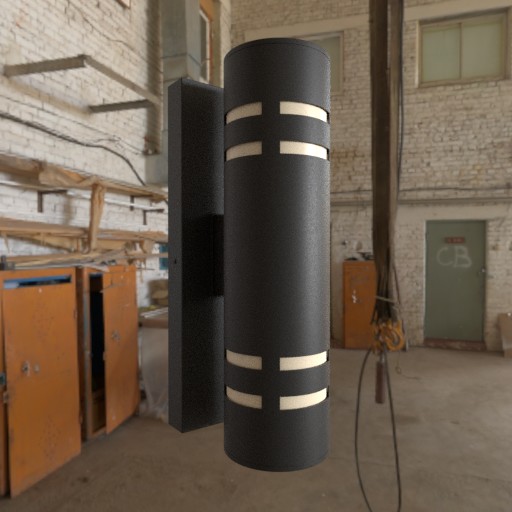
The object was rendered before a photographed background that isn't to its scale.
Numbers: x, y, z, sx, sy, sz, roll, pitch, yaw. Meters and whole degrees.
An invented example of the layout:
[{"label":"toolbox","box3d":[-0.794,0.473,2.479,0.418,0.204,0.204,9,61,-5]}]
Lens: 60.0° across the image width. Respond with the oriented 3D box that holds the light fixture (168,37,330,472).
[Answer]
[{"label":"light fixture","box3d":[0.000,0.000,0.404,0.105,0.330,0.149,0,1,-37]}]
